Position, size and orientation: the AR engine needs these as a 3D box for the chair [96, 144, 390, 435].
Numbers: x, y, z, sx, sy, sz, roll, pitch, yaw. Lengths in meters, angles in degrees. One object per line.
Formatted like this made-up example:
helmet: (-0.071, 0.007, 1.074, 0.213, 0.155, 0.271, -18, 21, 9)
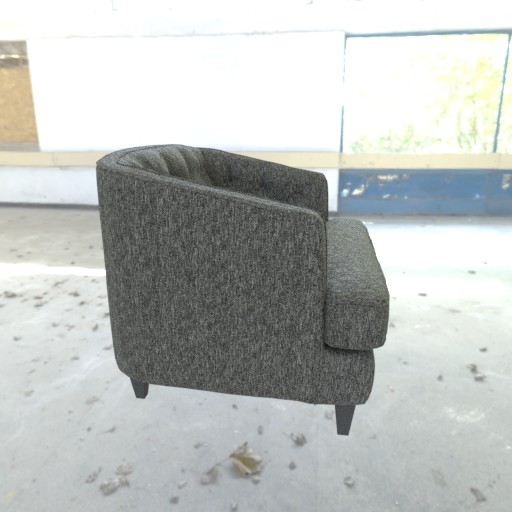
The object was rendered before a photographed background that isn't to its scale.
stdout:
chair: (0.000, 0.000, 1.778, 0.941, 0.852, 1.104, 3, 17, 9)
